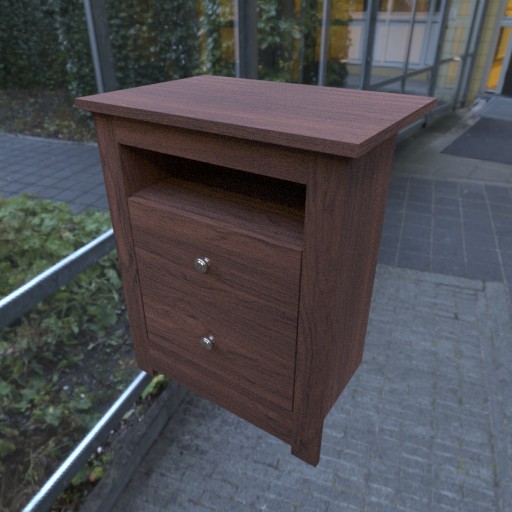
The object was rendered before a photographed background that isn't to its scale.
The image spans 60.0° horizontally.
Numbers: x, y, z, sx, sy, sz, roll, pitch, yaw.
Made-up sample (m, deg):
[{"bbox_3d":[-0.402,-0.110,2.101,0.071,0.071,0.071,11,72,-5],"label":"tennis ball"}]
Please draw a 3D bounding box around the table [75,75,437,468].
[{"bbox_3d":[0.000,0.000,1.045,0.589,0.711,0.406,18,34,29],"label":"table"}]
